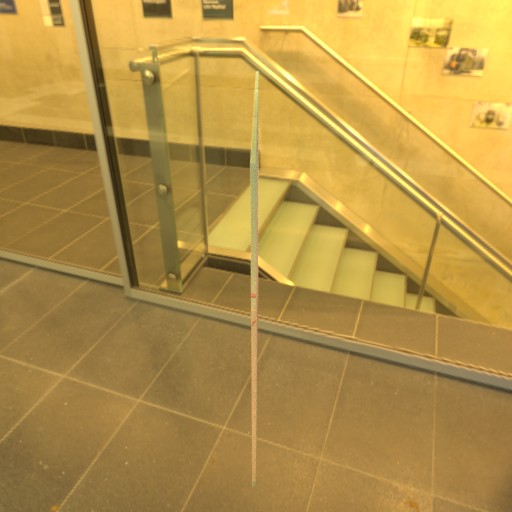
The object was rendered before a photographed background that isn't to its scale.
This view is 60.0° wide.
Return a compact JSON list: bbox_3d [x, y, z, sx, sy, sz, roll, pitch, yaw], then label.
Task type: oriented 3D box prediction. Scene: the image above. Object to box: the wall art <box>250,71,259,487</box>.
[{"bbox_3d":[0.000,0.000,1.807,0.013,1.219,1.214,0,31,1],"label":"wall art"}]
